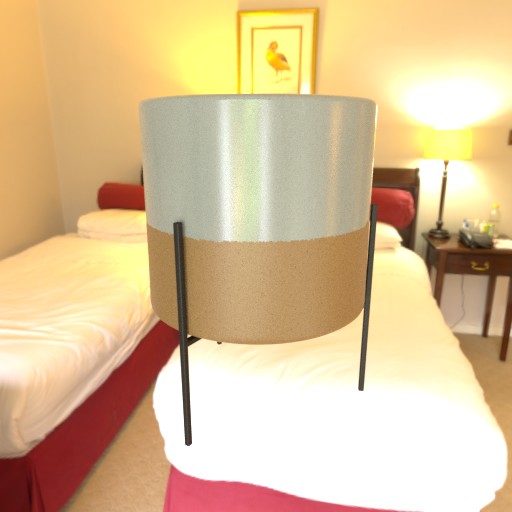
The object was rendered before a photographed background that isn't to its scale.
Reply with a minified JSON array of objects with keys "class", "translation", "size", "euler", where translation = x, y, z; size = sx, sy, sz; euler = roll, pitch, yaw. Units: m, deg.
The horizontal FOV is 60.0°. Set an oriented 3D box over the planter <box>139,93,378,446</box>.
[{"class":"planter","translation":[0.000,0.000,0.729],"size":[0.348,0.480,0.360],"euler":[-8,18,-25]}]
